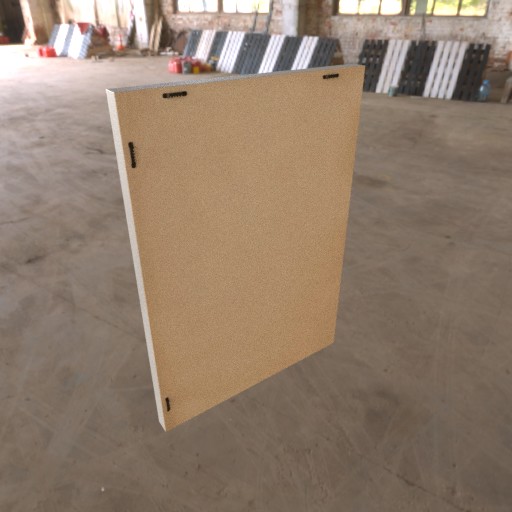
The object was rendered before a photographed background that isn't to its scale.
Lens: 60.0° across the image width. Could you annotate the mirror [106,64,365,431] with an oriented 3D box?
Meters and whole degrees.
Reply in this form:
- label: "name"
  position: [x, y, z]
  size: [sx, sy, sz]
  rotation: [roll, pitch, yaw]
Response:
- label: "mirror"
  position: [0.000, 0.000, 0.934]
  size: [0.507, 0.710, 0.039]
  rotation: [-20, 35, -30]
